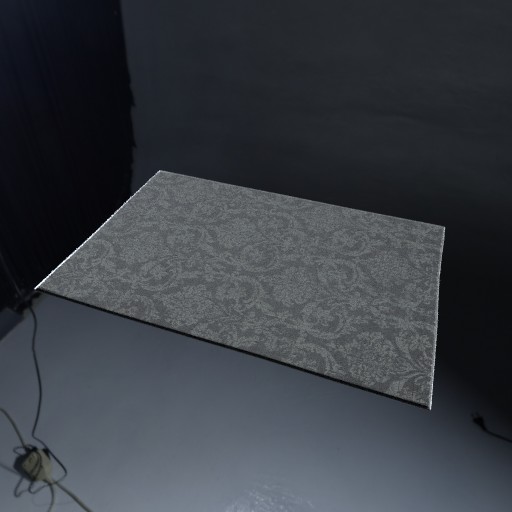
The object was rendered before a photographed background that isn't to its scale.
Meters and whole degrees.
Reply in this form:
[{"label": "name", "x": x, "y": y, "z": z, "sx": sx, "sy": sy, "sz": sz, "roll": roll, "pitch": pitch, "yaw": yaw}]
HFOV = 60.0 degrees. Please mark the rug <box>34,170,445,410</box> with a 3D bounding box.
[{"label": "rug", "x": 0.000, "y": 0.000, "z": 3.479, "sx": 2.746, "sy": 0.018, "sz": 1.819, "roll": 14, "pitch": 42, "yaw": 15}]
